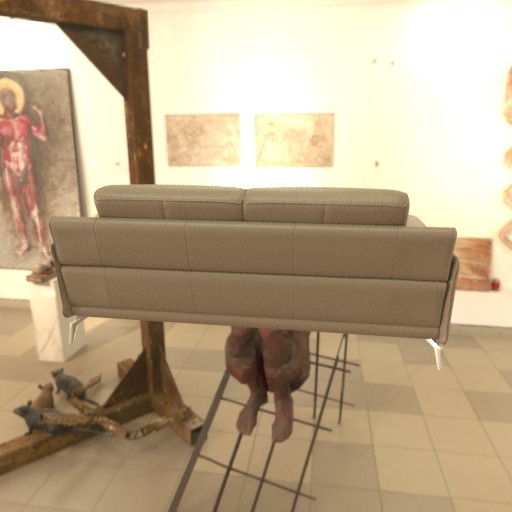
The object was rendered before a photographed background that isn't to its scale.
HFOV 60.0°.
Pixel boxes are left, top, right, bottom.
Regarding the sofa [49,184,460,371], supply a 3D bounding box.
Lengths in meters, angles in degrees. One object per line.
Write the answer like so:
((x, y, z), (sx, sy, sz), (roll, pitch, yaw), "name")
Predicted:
((0.000, 0.000, 2.643), (2.101, 0.930, 1.049), (2, 16, 8), "sofa")
